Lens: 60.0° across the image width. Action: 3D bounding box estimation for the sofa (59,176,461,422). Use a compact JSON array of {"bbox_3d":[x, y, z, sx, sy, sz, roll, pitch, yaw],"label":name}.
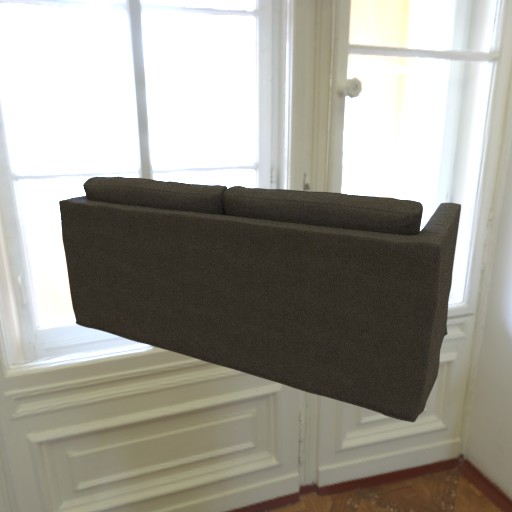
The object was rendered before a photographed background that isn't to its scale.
[{"bbox_3d":[0.000,0.000,2.437,1.982,0.855,0.953,9,19,27],"label":"sofa"}]
